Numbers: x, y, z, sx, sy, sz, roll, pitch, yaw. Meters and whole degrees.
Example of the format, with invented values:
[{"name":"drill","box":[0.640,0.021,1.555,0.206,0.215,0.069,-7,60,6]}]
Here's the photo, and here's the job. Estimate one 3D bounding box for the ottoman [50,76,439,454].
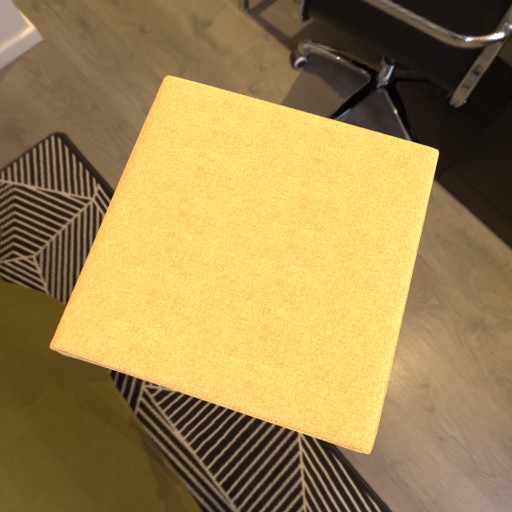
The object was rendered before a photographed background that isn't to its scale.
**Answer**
[{"name":"ottoman","box":[0.000,0.000,1.512,0.970,0.378,0.981,17,76,4]}]
